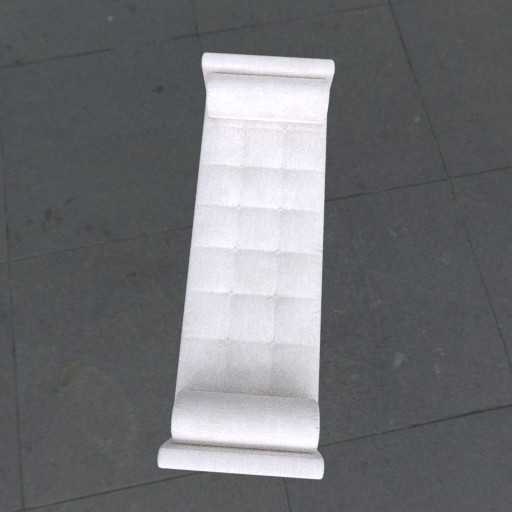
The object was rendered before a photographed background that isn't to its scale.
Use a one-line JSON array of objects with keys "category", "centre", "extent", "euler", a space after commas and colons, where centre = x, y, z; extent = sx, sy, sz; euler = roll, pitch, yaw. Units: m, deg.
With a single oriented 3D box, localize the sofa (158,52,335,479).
[{"category": "sofa", "centre": [0.000, 0.000, 2.327], "extent": [0.686, 0.635, 1.981], "euler": [4, 76, 1]}]
